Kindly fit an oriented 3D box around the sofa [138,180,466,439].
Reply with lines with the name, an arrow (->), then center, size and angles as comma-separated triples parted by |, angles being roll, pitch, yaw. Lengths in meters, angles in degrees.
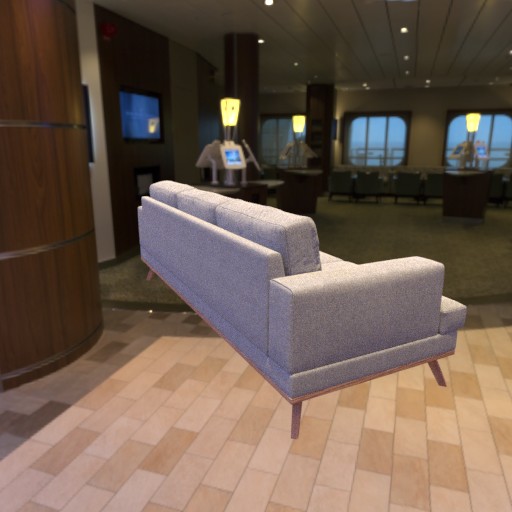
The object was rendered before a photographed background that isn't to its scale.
sofa -> 0.000, 0.000, 2.723 | 0.920, 0.810, 2.310 | -7, 16, -26
